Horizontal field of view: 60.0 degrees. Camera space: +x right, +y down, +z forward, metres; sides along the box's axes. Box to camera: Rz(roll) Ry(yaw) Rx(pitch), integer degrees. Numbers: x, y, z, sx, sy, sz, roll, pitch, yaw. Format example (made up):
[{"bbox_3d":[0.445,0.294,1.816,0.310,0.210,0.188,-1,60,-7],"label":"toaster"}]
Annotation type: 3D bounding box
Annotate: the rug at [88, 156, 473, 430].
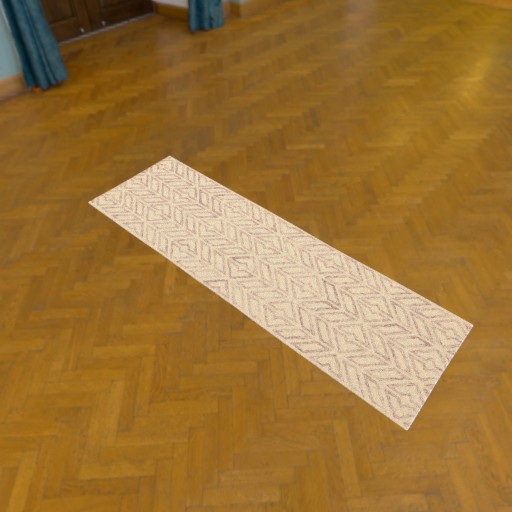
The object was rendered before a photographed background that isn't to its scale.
[{"bbox_3d":[0.000,0.000,2.728,2.435,0.009,0.750,32,54,27],"label":"rug"}]
